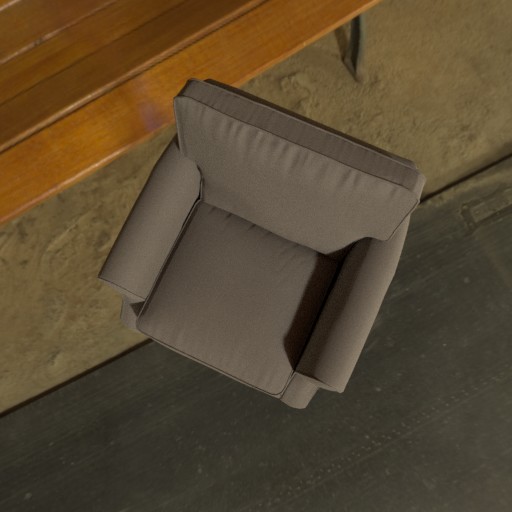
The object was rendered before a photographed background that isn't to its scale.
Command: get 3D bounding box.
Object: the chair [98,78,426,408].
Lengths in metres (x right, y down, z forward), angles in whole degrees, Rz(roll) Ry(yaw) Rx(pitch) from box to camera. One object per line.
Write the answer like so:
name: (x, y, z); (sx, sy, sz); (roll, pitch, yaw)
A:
chair: (0.000, 0.000, 1.789); (1.029, 0.967, 0.966); (24, 78, 6)
